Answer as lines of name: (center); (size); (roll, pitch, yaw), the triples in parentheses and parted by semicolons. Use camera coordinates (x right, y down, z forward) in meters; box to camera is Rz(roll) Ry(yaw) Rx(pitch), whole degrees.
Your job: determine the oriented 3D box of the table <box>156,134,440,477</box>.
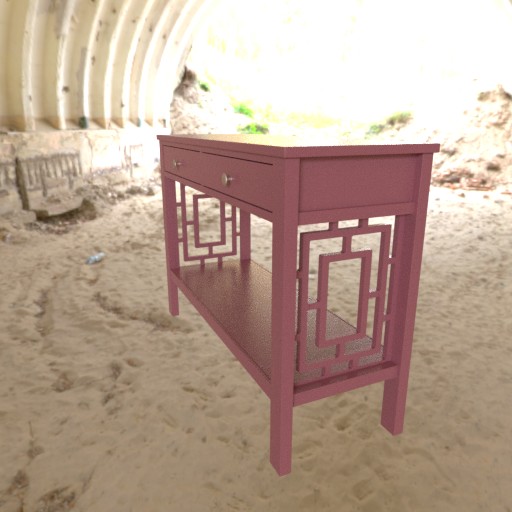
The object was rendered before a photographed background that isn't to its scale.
table: (0.000, 0.000, 1.460); (0.397, 0.753, 1.068); (-7, 18, -24)
